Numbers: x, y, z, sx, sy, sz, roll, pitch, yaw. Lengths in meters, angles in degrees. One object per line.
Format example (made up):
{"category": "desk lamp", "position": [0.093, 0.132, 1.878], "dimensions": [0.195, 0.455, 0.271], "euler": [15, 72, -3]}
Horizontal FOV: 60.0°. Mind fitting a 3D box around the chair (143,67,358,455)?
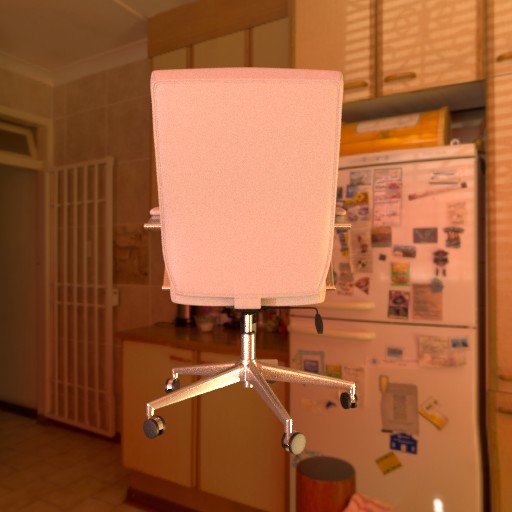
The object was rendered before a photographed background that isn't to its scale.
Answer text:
{"category": "chair", "position": [0.000, 0.000, 1.580], "dimensions": [0.727, 1.099, 0.745], "euler": [0, 0, 0]}
